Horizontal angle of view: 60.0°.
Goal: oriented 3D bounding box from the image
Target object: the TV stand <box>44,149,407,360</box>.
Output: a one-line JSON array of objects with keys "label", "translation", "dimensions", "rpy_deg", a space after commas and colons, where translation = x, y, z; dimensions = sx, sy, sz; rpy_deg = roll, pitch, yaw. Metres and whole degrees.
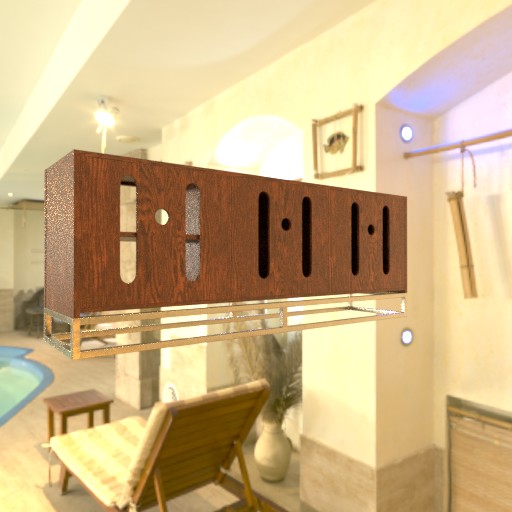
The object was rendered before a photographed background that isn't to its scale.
[{"label": "TV stand", "translation": [0.000, 0.000, 1.828], "dimensions": [1.541, 0.578, 0.382], "rpy_deg": [0, -1, -37]}]
